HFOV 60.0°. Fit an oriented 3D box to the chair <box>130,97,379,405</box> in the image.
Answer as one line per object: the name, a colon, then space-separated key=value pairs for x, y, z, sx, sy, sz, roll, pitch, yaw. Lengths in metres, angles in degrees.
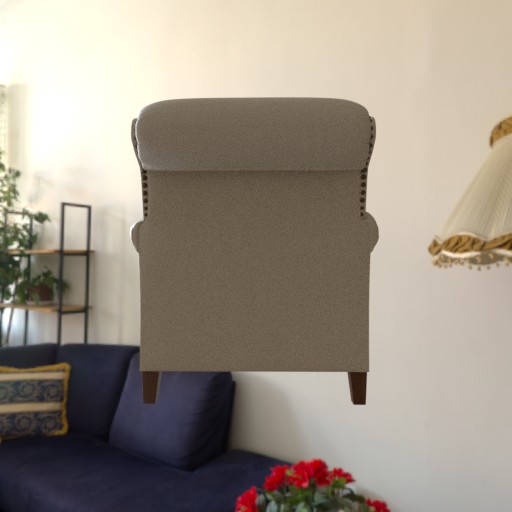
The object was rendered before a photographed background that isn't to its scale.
chair: x=0.000 y=0.000 z=1.650 sx=0.854 sy=0.927 sz=0.890 roll=0 pitch=-1 yaw=1
